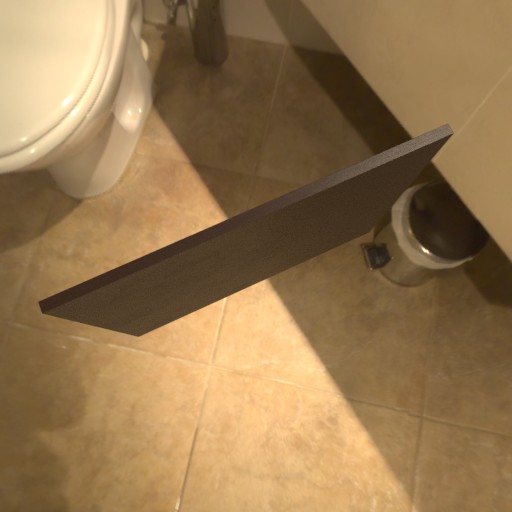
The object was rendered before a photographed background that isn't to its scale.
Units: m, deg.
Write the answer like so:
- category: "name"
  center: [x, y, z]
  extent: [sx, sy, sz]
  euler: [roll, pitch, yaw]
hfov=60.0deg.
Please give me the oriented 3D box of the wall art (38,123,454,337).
- category: "wall art"
  center: [0.000, 0.000, 1.647]
  extent: [1.207, 0.952, 0.034]
  euler: [-24, 77, -6]
